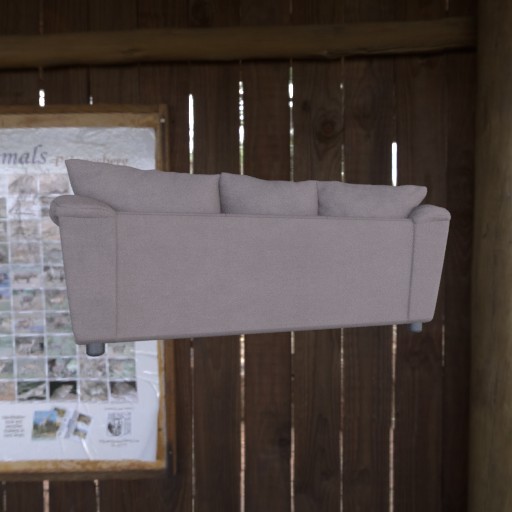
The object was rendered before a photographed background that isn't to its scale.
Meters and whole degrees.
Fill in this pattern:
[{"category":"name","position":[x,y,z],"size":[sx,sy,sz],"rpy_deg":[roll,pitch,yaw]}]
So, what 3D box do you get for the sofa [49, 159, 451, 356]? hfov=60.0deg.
[{"category":"sofa","position":[0.000,0.000,2.781],"size":[2.377,0.981,0.893],"rpy_deg":[0,1,-19]}]
